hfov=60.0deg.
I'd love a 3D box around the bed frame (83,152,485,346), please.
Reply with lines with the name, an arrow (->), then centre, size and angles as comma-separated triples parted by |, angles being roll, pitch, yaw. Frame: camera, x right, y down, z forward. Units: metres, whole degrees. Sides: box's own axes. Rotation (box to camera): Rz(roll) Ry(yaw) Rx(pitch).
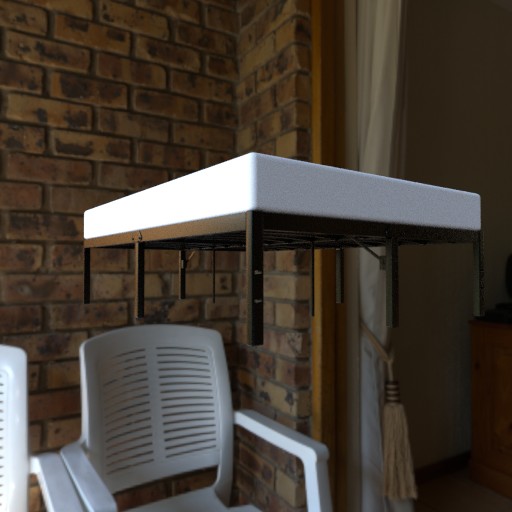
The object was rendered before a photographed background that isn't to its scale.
bed frame -> 0.000, 0.000, 2.765 | 1.557, 0.659, 2.072 | 1, -2, -36
